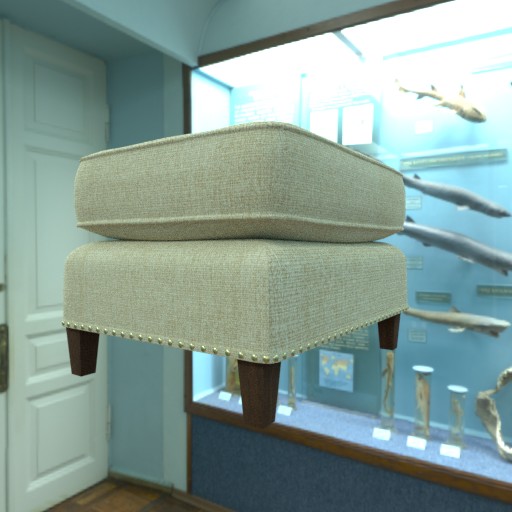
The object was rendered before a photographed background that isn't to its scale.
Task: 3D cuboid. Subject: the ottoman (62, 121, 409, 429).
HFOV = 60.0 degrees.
[{"bbox_3d":[0.000,0.000,1.136,0.589,0.537,0.738,1,2,35],"label":"ottoman"}]
